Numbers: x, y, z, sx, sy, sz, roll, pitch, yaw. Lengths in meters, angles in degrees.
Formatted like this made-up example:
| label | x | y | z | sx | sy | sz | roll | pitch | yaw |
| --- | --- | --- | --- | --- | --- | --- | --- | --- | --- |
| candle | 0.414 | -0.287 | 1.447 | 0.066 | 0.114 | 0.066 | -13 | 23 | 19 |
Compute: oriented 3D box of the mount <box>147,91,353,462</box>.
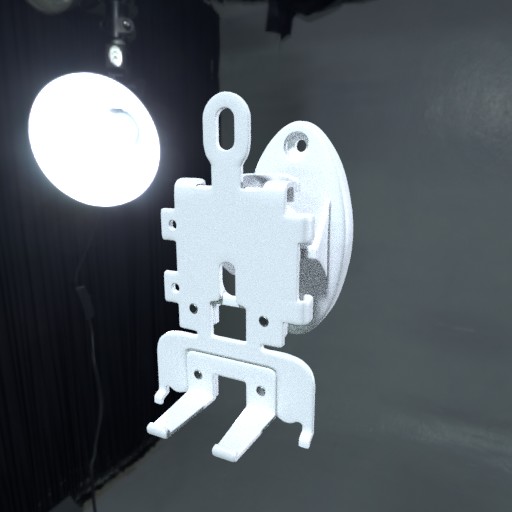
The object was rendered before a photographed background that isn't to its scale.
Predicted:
| label | x | y | z | sx | sy | sz | roll | pitch | yaw |
| --- | --- | --- | --- | --- | --- | --- | --- | --- | --- |
| mount | 0.000 | 0.000 | 0.176 | 0.066 | 0.118 | 0.100 | 6 | 15 | 25 |
